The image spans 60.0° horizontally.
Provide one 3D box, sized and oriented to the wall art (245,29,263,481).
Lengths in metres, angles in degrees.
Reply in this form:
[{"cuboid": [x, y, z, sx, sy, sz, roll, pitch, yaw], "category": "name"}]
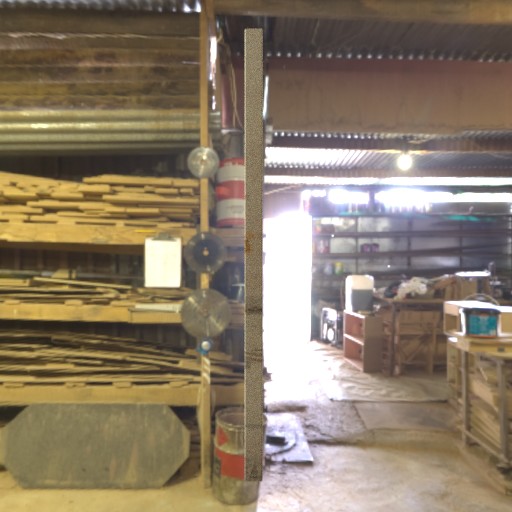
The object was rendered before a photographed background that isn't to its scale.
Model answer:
[{"cuboid": [0.000, 0.000, 1.502, 0.040, 1.018, 1.015, 0, -1, 1], "category": "wall art"}]
